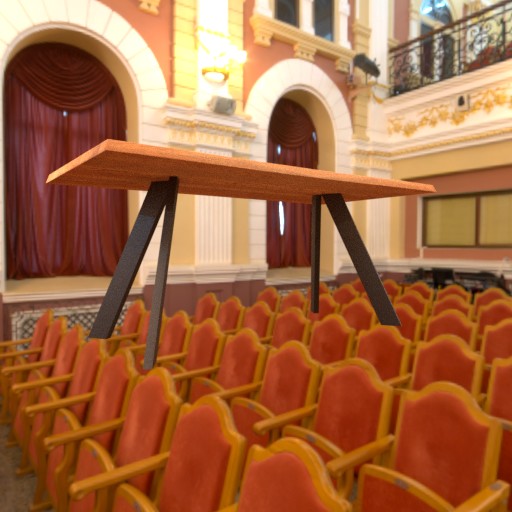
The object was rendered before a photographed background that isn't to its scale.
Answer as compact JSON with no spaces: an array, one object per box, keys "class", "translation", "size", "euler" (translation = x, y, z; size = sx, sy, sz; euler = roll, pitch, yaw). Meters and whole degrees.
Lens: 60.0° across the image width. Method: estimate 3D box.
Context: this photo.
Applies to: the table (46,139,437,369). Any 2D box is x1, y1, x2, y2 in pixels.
[{"class":"table","translation":[0.000,0.000,2.266],"size":[1.800,0.770,0.900],"euler":[-1,2,-36]}]
